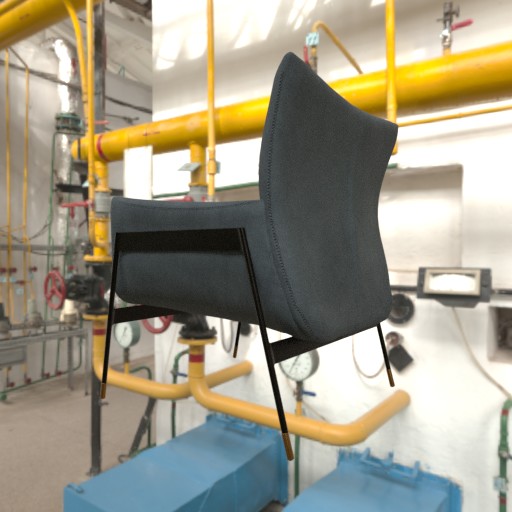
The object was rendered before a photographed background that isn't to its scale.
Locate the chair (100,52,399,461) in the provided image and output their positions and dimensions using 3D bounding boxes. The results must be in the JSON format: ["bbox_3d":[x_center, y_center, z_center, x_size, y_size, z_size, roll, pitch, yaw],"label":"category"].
[{"bbox_3d":[0.000,0.000,1.380,0.709,0.858,0.678,1,1,36],"label":"chair"}]
